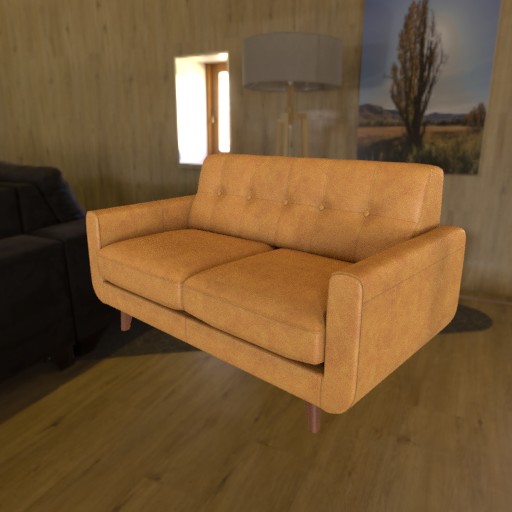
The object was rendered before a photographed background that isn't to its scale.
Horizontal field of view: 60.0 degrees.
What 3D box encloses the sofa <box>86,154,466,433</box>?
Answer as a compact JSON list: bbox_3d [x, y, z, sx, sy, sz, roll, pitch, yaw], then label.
[{"bbox_3d":[0.000,0.000,2.178,1.651,0.925,0.952,14,21,40],"label":"sofa"}]
